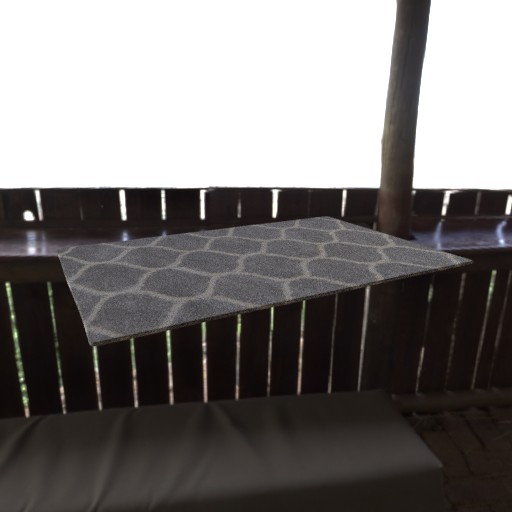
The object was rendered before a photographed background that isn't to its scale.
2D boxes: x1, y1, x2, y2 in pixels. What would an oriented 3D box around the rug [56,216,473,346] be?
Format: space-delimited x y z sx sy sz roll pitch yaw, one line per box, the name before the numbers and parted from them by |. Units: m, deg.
rug | 0.000 0.000 3.423 2.701 0.026 1.801 -9 19 -27
